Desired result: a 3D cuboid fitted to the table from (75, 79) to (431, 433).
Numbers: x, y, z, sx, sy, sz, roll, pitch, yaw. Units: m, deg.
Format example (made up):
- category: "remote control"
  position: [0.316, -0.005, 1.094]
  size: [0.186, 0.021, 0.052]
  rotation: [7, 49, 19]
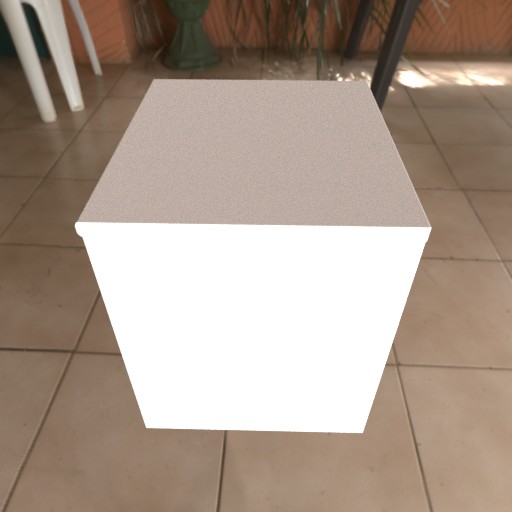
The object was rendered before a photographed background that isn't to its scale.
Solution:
- category: "table"
  position: [0.000, 0.000, 0.779]
  size: [0.380, 0.460, 0.420]
  rotation: [1, 42, 1]
